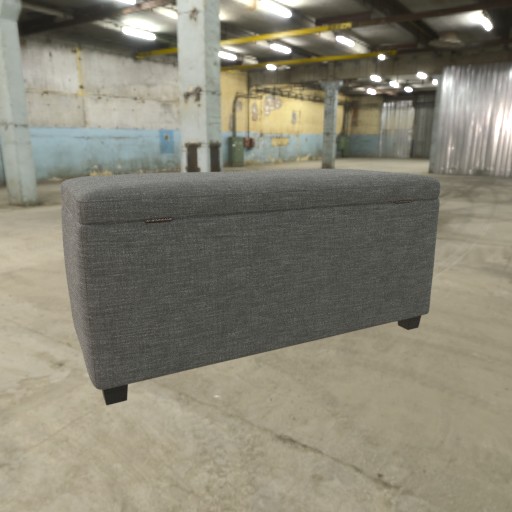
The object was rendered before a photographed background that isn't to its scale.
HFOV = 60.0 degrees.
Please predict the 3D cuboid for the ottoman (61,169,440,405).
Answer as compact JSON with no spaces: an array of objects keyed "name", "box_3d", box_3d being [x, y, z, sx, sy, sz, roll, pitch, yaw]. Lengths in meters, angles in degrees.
[{"name":"ottoman","box_3d":[0.000,0.000,1.157,0.902,0.432,0.419,-7,16,-26]}]
